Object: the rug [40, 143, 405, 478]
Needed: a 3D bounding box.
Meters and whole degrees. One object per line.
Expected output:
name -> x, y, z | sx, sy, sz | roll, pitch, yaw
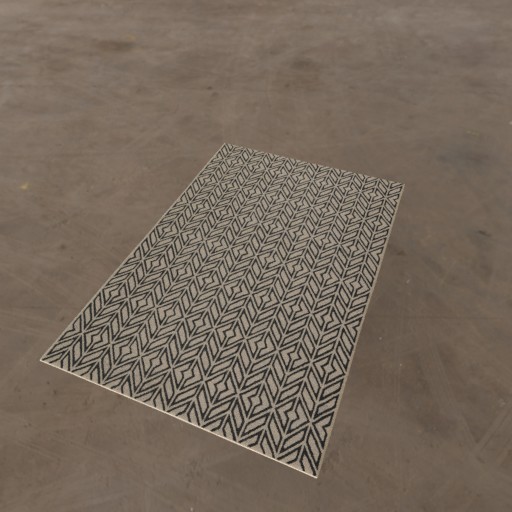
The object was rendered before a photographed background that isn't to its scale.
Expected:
rug -> 0.000, 0.000, 2.293 | 1.220, 0.007, 1.828 | 17, 48, 15
